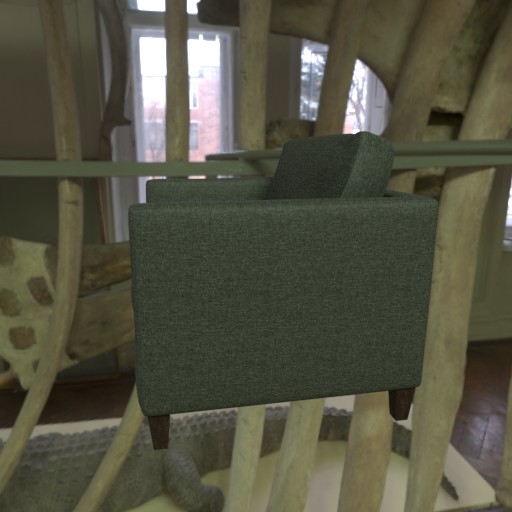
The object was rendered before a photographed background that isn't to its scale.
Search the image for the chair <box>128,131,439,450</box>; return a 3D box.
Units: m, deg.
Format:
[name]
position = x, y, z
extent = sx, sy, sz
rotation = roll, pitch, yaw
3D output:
[chair]
position = 0.000, 0.000, 1.823
extent = 0.959, 0.963, 1.107
rotation = -3, 14, -11
